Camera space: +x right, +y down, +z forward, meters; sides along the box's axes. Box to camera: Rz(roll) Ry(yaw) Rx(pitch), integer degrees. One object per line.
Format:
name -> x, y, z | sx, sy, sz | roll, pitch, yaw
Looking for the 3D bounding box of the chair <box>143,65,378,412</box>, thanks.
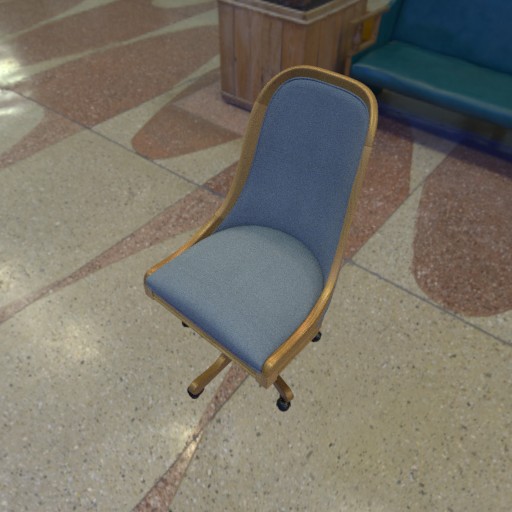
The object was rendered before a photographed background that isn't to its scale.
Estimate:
chair -> 0.000, 0.000, 1.517 | 0.605, 1.031, 0.735 | 32, 53, 27
